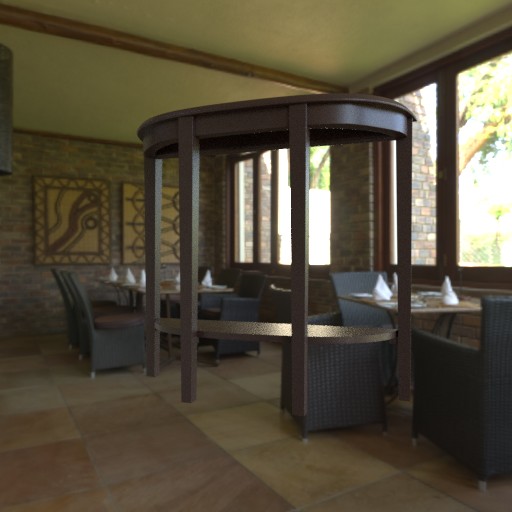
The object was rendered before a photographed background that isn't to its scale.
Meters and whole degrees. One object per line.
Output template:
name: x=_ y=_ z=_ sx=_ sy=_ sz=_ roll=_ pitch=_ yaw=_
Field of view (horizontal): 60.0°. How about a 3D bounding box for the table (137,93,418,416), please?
table: x=0.000 y=0.000 z=1.309 sx=0.909 sy=0.831 sz=0.274 roll=0 pitch=0 yaw=18
